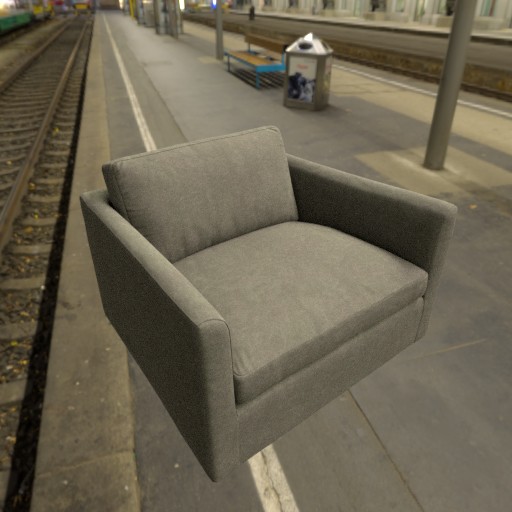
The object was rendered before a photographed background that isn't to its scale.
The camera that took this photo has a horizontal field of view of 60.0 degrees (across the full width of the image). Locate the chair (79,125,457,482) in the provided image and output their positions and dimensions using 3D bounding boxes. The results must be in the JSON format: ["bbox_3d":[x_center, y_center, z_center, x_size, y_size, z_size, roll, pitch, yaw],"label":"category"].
[{"bbox_3d":[0.000,0.000,1.869,1.190,0.845,1.091,-22,37,-33],"label":"chair"}]
